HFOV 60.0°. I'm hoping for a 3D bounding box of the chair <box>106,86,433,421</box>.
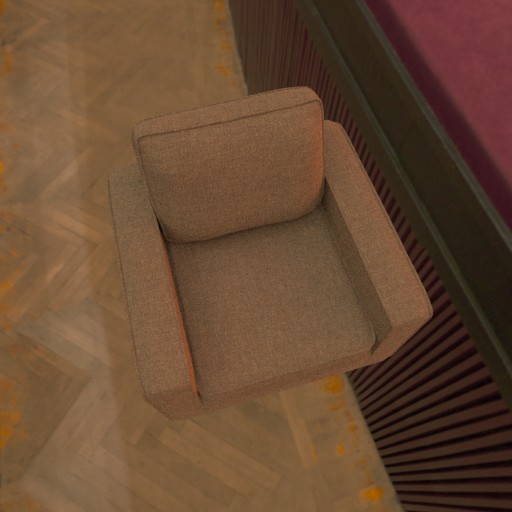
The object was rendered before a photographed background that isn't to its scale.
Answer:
[{"bbox_3d":[0.000,0.000,1.740,1.016,0.914,0.940,-14,63,-7],"label":"chair"}]
